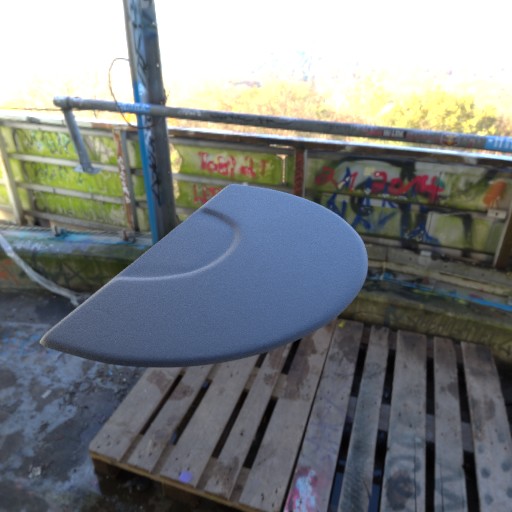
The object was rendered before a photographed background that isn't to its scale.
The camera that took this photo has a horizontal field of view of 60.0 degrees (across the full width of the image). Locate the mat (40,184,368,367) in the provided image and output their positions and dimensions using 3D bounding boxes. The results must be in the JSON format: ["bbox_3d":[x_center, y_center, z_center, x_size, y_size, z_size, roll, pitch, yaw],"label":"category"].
[{"bbox_3d":[0.000,0.000,1.868,0.917,0.016,1.525,11,31,18],"label":"mat"}]
